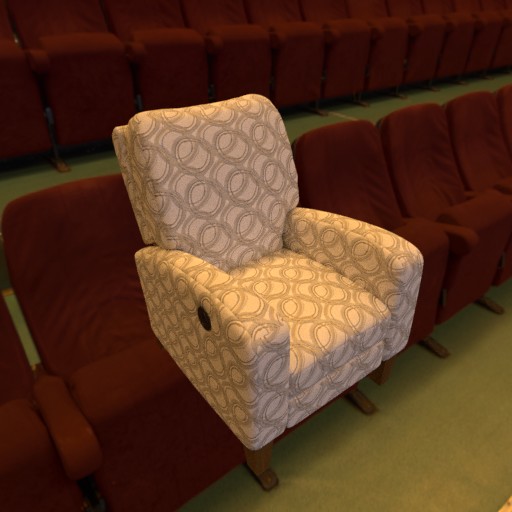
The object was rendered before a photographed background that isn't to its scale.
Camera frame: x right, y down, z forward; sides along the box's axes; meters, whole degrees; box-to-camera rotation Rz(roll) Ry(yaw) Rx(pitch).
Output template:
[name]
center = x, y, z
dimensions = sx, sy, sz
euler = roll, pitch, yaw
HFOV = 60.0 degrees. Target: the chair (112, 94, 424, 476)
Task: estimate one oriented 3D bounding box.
[chair]
center = 0.000, 0.000, 1.742
dimensions = 0.796, 1.065, 0.995
euler = -22, 37, -32
